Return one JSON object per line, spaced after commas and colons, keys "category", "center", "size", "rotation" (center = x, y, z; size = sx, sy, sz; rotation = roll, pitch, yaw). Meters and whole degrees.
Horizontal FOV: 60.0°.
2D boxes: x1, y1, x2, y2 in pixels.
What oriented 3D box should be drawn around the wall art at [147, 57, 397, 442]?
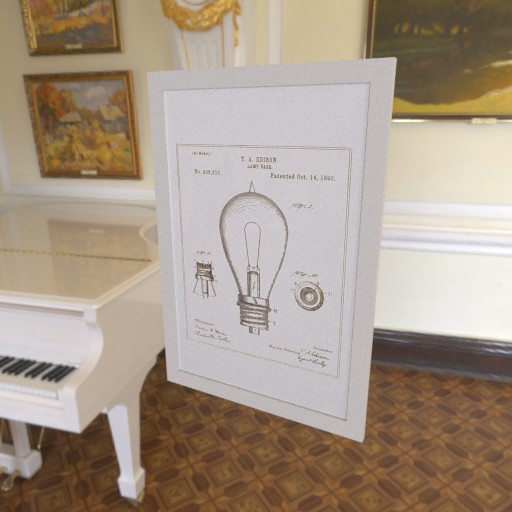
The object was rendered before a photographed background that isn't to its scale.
{"category": "wall art", "center": [0.000, 0.000, 0.598], "size": [0.325, 0.474, 0.010], "rotation": [9, 19, 26]}
